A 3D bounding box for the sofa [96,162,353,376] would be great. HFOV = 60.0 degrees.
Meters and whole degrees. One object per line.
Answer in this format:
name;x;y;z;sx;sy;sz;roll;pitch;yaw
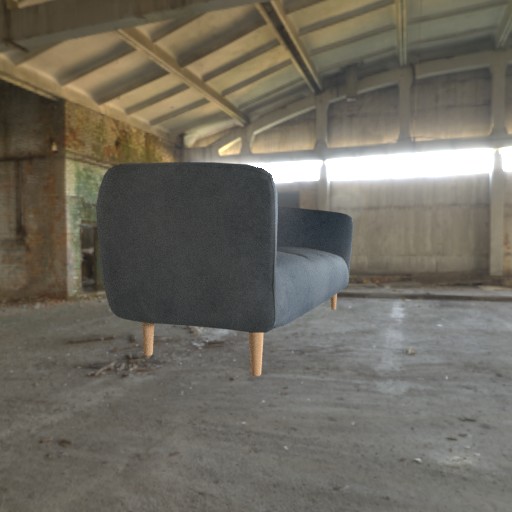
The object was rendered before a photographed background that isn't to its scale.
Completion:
sofa;0.000;0.000;2.440;0.849;0.795;2.095;0;1;19
